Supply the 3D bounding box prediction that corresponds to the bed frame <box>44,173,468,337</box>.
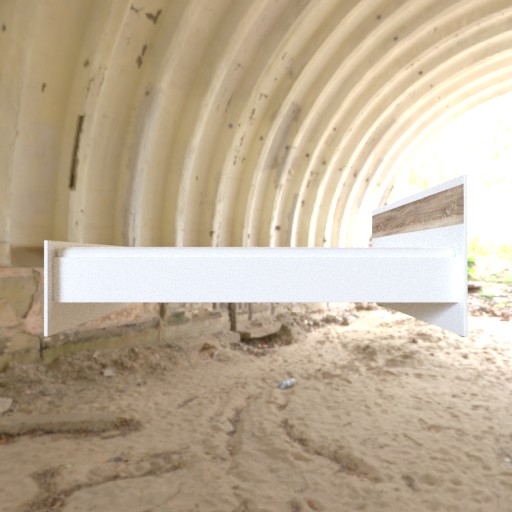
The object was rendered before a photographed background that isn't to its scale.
[{"bbox_3d":[0.000,0.000,3.016,2.060,0.800,1.720,0,0,0],"label":"bed frame"}]
